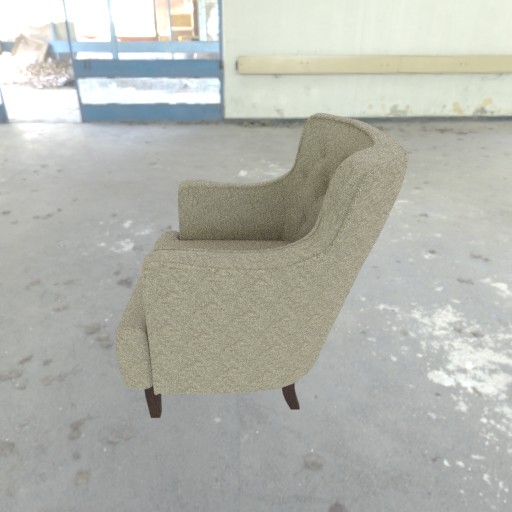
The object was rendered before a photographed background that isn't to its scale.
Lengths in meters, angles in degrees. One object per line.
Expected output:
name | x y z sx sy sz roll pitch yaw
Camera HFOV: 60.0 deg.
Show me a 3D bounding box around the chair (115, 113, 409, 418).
chair | 0.000 0.000 1.676 0.910 0.920 0.820 0 27 -1
